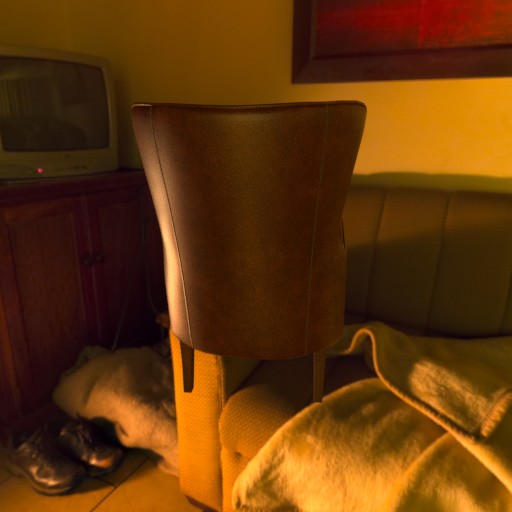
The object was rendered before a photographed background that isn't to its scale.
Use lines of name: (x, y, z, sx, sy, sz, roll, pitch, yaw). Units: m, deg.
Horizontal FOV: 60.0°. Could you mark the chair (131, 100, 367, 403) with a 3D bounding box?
chair: (0.000, 0.000, 1.643, 0.692, 1.048, 0.914, 2, 16, 7)
